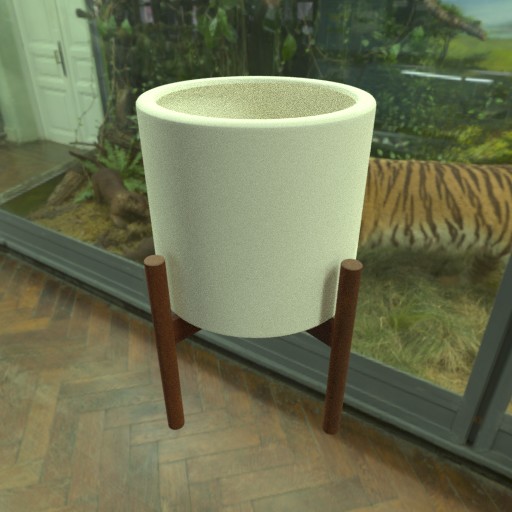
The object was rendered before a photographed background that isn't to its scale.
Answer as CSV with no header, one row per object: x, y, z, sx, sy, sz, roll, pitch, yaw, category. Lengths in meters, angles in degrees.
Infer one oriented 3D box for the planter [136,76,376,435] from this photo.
0.000,0.000,0.512,0.224,0.358,0.224,1,30,2,planter
